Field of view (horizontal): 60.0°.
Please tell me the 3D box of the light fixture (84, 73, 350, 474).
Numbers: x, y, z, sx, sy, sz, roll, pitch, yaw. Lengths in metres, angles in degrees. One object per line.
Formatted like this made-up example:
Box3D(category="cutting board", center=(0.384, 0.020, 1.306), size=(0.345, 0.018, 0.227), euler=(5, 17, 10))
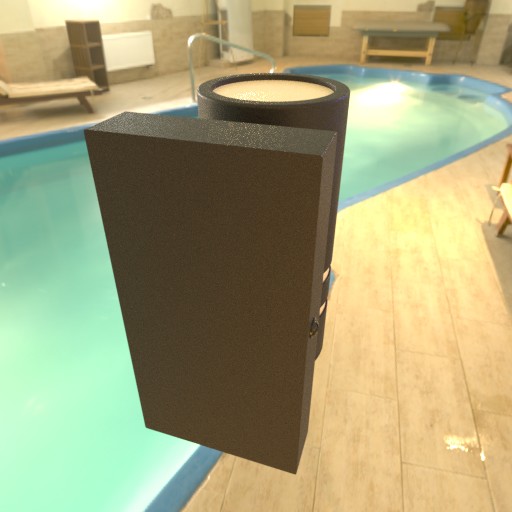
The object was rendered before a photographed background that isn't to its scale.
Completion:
Box3D(category="light fixture", center=(0.000, 0.000, 0.259), size=(0.098, 0.179, 0.138), euler=(10, 34, 16))
